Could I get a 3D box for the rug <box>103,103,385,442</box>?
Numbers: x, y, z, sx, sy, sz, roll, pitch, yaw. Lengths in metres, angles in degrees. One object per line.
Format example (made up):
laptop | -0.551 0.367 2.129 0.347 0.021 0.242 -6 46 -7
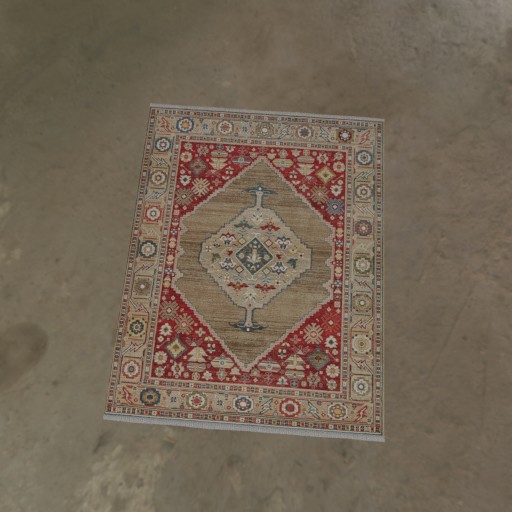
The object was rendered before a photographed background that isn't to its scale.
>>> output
rug | 0.000 0.000 4.225 2.451 0.008 3.143 4 76 1
